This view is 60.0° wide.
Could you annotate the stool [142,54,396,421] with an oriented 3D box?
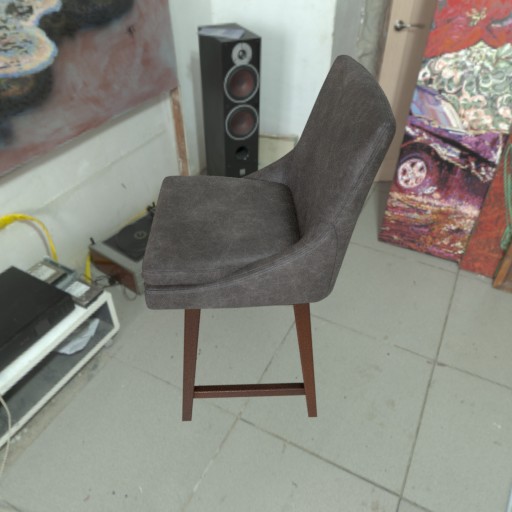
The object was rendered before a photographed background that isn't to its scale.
[{"bbox_3d":[0.000,0.000,1.354,0.587,1.046,0.492,-1,40,-2],"label":"stool"}]
